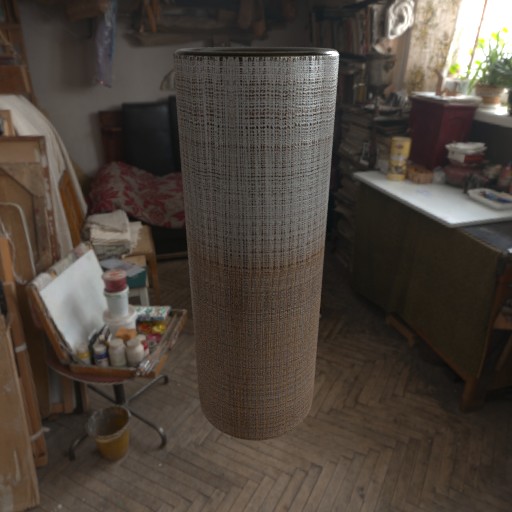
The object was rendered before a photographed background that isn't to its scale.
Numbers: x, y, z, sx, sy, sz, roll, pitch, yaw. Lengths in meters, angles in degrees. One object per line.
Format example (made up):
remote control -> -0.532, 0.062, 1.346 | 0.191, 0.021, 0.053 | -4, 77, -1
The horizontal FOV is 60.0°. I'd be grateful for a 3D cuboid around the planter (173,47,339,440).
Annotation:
planter -> 0.000, 0.000, 0.328 | 0.099, 0.278, 0.099 | 17, 31, 30
